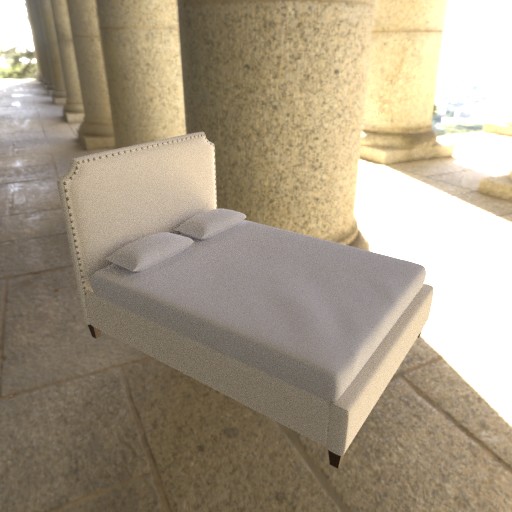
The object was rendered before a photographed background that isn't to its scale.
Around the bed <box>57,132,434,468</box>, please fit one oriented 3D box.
[{"bbox_3d":[0.000,0.000,3.461,2.372,1.497,1.712,17,30,31],"label":"bed"}]
